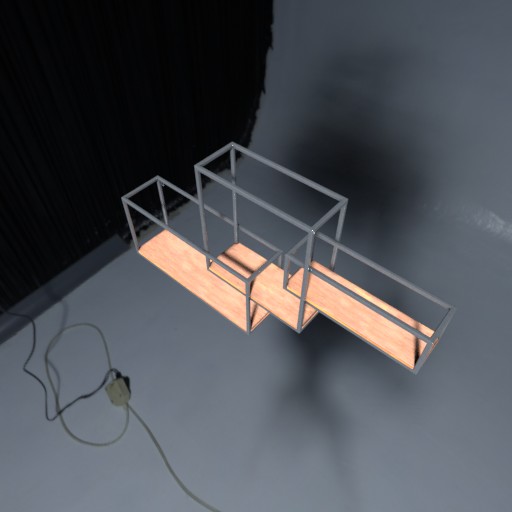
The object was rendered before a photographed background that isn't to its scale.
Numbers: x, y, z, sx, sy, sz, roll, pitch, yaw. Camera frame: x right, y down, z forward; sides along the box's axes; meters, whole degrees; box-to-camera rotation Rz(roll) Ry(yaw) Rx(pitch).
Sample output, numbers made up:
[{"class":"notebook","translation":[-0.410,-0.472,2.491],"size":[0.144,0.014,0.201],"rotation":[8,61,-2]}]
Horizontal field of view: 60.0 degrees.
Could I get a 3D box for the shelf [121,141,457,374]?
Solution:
[{"class":"shelf","translation":[0.000,0.000,2.167],"size":[1.781,0.972,0.275],"rotation":[32,55,26]}]
